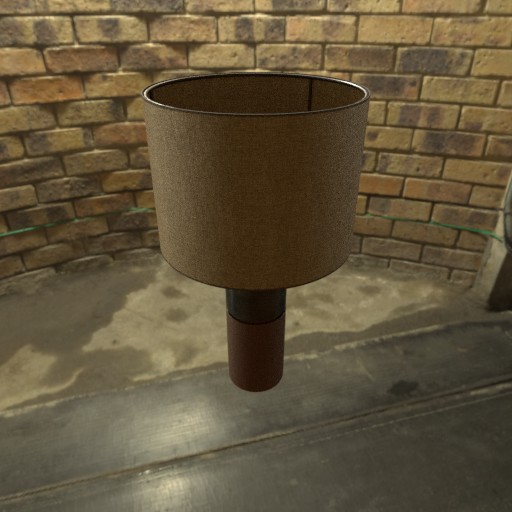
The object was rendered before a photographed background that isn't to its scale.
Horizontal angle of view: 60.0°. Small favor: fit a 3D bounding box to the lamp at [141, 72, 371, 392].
[{"bbox_3d":[0.000,0.000,0.487,0.202,0.350,0.202,0,30,0],"label":"lamp"}]
